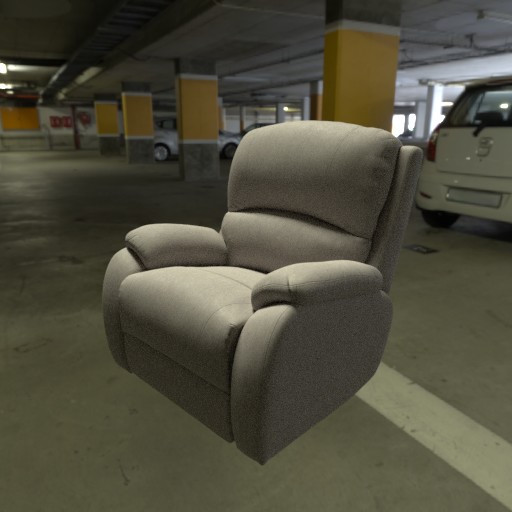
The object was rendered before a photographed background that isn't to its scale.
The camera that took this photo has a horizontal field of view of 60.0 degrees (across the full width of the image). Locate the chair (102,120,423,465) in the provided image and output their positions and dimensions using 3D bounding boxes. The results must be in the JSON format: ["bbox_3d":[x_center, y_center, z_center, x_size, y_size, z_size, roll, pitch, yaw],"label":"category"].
[{"bbox_3d":[0.000,0.000,1.716,0.930,1.011,0.899,15,22,42],"label":"chair"}]
